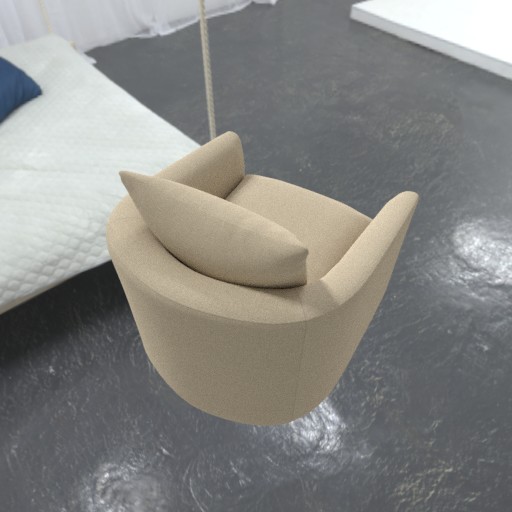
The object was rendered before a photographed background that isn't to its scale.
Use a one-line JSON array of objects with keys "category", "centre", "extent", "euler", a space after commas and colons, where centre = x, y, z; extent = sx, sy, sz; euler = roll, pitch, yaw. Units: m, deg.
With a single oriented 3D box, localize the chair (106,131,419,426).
[{"category": "chair", "centre": [0.000, 0.000, 1.573], "extent": [0.845, 0.848, 0.910], "euler": [24, 51, 21]}]
